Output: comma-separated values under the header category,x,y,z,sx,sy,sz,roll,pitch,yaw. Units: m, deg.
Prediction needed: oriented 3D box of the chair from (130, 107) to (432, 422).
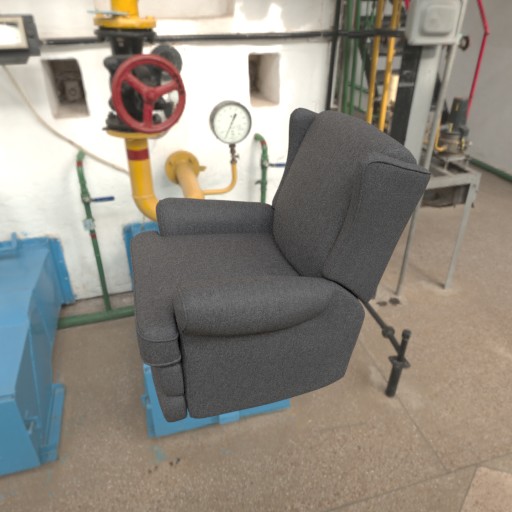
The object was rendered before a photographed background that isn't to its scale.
category,x,y,z,sx,sy,sz,roll,pitch,yaw
chair,0.000,0.000,1.761,0.969,1.011,0.847,-8,32,-13
